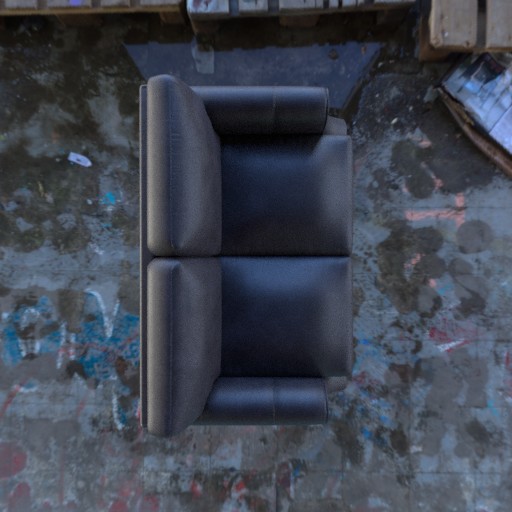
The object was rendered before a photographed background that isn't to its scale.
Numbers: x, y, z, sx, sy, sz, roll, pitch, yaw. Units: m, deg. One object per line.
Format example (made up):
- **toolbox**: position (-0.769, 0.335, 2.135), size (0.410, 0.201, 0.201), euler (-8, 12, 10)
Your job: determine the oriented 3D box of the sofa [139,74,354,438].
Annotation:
- **sofa**: position (0.000, 0.000, 2.296), size (1.030, 0.979, 1.663), euler (0, 90, 0)
